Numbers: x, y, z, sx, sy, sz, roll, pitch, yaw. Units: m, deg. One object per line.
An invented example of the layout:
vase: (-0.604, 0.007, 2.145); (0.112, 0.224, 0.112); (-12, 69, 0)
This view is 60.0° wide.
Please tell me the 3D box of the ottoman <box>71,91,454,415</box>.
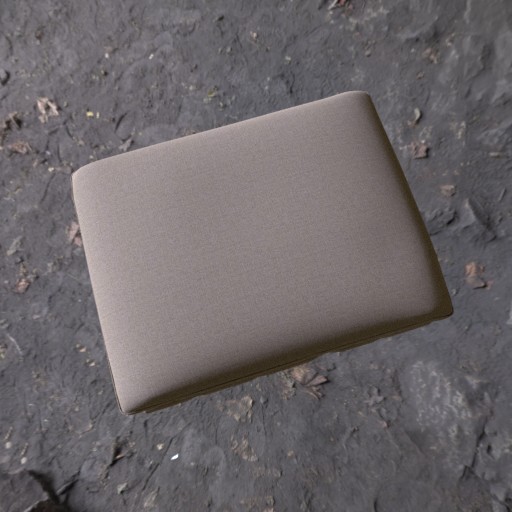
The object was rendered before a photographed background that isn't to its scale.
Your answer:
ottoman: (0.000, 0.000, 1.040); (0.684, 0.463, 0.541); (-16, 76, -4)
